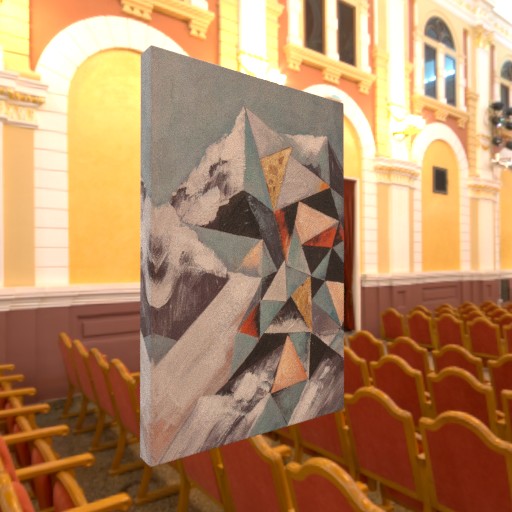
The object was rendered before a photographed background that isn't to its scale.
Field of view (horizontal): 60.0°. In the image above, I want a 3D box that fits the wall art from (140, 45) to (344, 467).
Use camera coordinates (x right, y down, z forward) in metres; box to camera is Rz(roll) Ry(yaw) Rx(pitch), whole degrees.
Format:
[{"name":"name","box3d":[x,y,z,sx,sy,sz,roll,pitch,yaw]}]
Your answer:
[{"name":"wall art","box3d":[0.000,0.000,1.158,0.609,0.911,0.061,0,0,-37]}]
